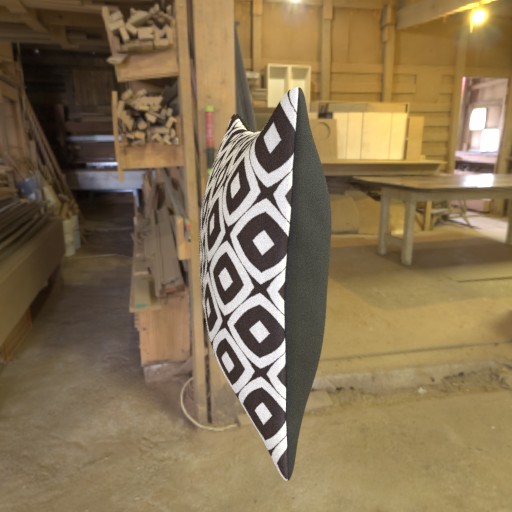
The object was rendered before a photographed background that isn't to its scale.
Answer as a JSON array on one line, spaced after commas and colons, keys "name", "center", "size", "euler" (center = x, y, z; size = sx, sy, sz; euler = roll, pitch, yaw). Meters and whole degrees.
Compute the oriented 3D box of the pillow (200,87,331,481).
[{"name": "pillow", "center": [0.000, 0.000, 0.762], "size": [0.188, 0.494, 0.504], "euler": [-3, 15, -10]}]
